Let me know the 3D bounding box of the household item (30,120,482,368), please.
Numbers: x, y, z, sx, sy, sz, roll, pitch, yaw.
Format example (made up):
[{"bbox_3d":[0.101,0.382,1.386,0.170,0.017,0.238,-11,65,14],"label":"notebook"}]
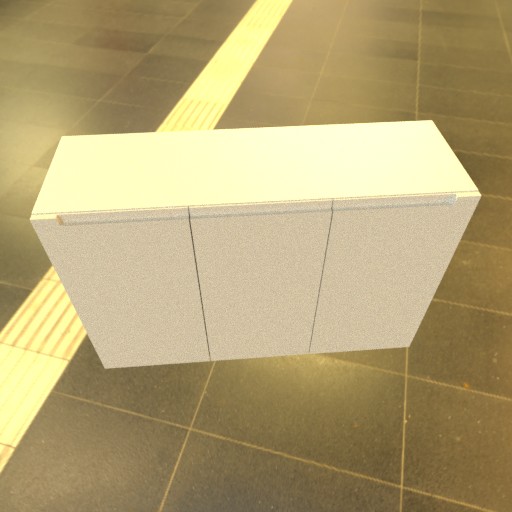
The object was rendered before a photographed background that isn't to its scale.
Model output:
[{"bbox_3d":[0.000,0.000,1.729,1.300,0.867,0.420,-3,47,-3],"label":"household item"}]
